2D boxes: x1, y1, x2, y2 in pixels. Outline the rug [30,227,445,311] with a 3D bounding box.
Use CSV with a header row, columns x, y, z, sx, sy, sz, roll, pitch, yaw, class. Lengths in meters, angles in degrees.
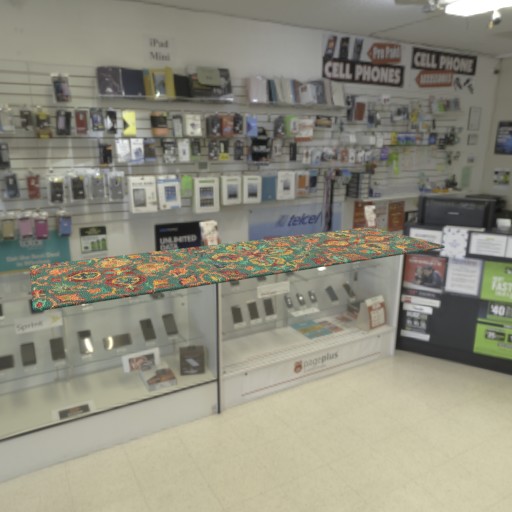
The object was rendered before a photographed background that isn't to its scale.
x,y,z,sx,sy,sz,roll,pitch,yaw,class
0.000,0.000,2.508,2.286,0.013,0.686,-8,17,-26,rug
